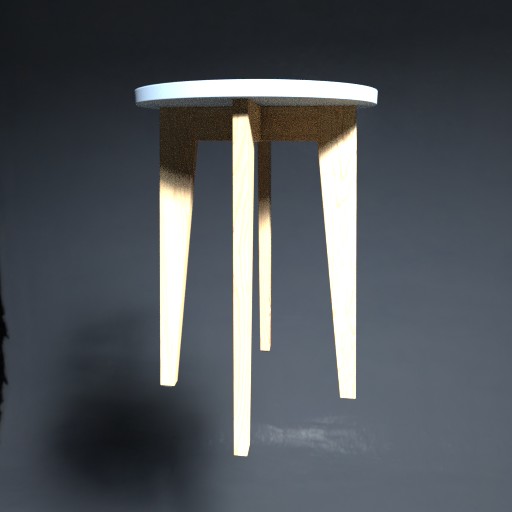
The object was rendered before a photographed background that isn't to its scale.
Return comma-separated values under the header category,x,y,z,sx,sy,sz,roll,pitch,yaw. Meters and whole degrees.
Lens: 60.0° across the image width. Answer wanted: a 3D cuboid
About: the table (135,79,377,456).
category,x,y,z,sx,sy,sz,roll,pitch,yaw
table,0.000,0.000,0.725,0.350,0.500,0.350,0,15,0
